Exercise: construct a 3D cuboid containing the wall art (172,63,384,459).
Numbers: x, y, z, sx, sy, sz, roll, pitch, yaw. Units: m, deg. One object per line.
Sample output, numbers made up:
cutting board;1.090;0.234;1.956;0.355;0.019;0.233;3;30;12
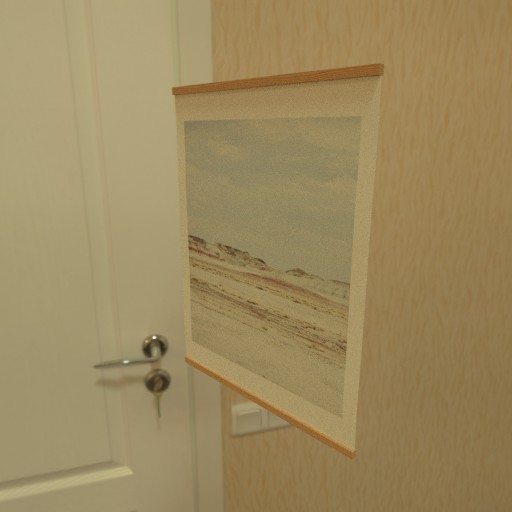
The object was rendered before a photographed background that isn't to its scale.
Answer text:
wall art;0.000;0.000;0.809;0.458;0.605;0.011;15;22;43
